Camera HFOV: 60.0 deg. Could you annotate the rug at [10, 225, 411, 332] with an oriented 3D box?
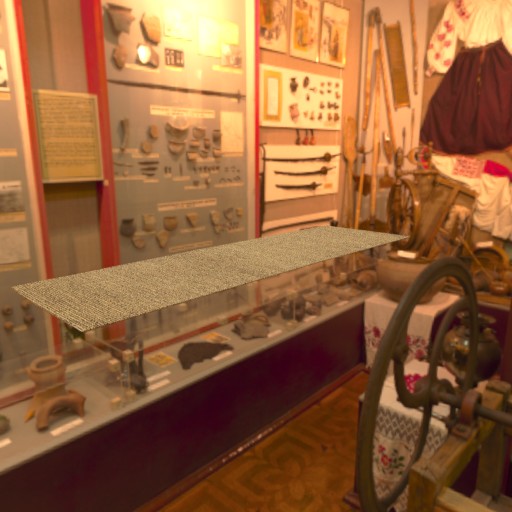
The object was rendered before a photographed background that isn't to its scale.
[{"bbox_3d":[0.000,0.000,2.481,0.697,0.013,2.335,13,18,43],"label":"rug"}]
